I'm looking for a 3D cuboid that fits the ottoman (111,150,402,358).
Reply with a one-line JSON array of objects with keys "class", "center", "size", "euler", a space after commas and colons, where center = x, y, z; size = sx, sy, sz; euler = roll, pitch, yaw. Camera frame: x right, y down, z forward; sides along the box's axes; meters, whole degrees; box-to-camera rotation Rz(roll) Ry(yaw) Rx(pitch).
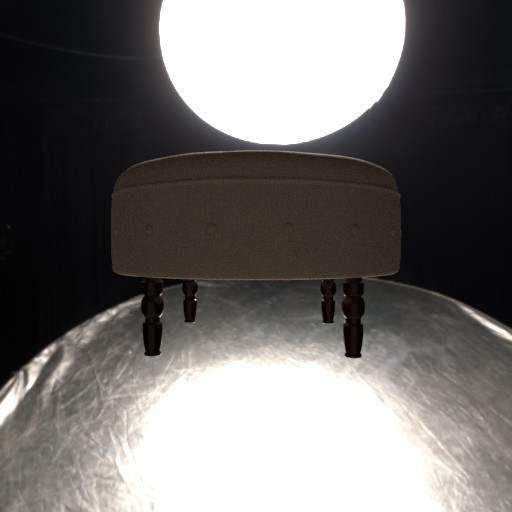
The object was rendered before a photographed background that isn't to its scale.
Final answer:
[{"class": "ottoman", "center": [0.000, 0.000, 1.368], "size": [0.848, 0.494, 0.848], "euler": [0, 1, 0]}]
